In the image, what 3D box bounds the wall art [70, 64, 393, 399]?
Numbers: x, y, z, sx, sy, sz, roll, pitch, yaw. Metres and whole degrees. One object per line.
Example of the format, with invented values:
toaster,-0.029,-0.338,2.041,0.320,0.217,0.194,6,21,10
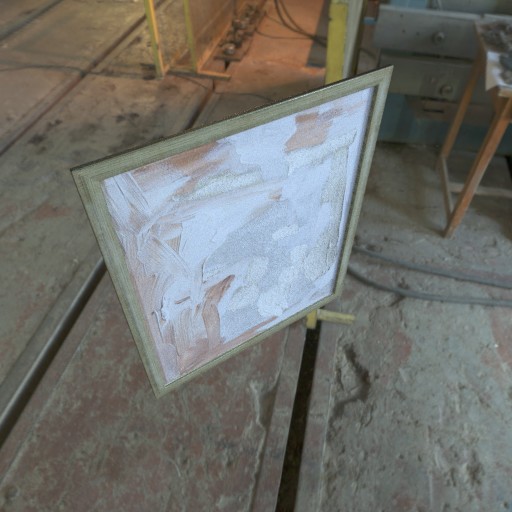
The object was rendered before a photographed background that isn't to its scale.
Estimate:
wall art,0.000,0.000,0.778,0.483,0.559,0.009,-25,52,-22
